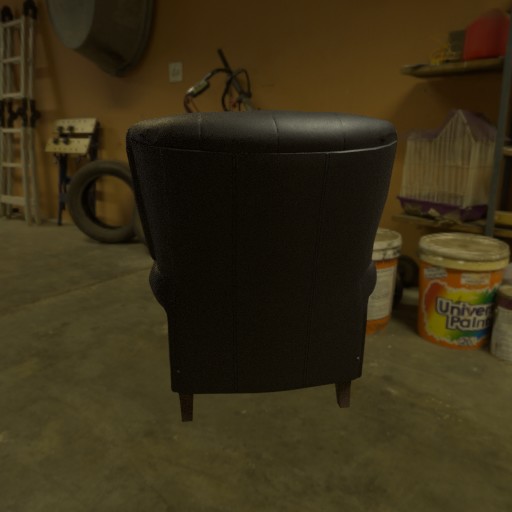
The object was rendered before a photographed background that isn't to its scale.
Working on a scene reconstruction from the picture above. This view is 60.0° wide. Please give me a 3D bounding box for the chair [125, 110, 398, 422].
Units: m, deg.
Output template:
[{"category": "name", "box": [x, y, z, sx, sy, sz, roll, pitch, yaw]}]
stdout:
[{"category": "chair", "box": [0.000, 0.000, 1.917, 0.948, 1.158, 1.058, -2, 15, -8]}]
